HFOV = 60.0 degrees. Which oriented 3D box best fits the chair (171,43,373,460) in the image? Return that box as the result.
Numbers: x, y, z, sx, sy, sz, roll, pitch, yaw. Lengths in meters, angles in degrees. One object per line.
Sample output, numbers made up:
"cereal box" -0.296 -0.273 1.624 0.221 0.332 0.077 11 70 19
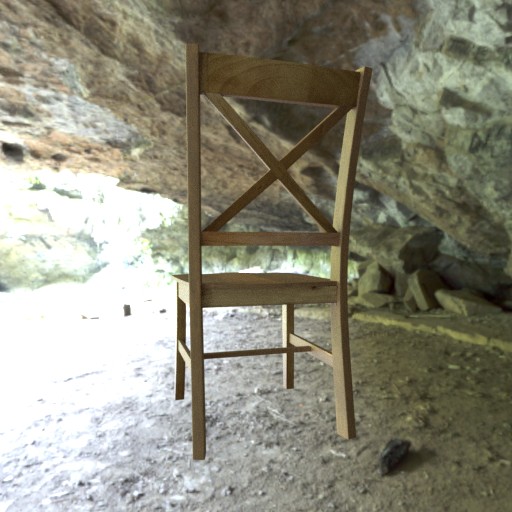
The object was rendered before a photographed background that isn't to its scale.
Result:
"chair" 0.000 0.000 1.328 0.485 0.983 0.542 0 1 -17
